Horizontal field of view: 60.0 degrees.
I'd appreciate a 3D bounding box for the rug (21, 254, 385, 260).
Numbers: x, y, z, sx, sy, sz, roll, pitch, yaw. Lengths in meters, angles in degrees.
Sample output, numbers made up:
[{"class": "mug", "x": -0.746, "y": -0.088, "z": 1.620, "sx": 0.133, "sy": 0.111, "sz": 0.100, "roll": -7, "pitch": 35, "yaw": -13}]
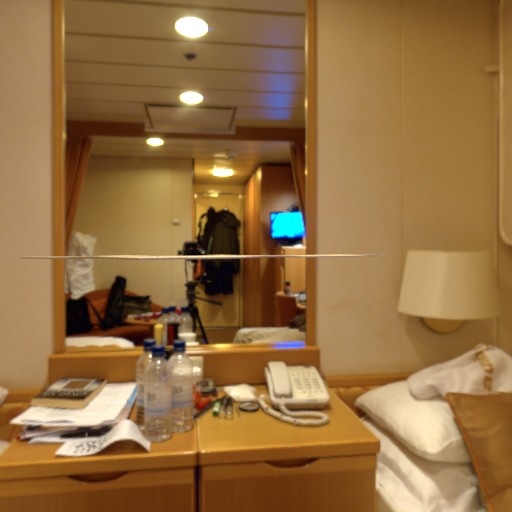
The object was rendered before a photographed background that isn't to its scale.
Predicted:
[{"class": "rug", "x": 0.000, "y": 0.000, "z": 2.687, "sx": 0.762, "sy": 0.013, "sz": 2.439, "roll": 0, "pitch": 0, "yaw": 35}]
